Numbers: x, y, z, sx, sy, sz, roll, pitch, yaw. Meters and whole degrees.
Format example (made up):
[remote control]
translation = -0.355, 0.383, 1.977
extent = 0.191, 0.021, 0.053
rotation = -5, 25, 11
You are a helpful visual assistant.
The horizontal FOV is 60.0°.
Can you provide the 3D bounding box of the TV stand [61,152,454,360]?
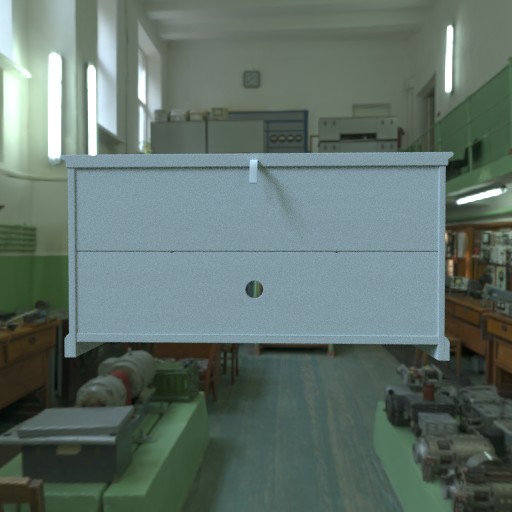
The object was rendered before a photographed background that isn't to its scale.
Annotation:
[TV stand]
translation = 0.000, 0.000, 1.489
extent = 1.187, 0.624, 0.424
rotation = 0, 1, 2
